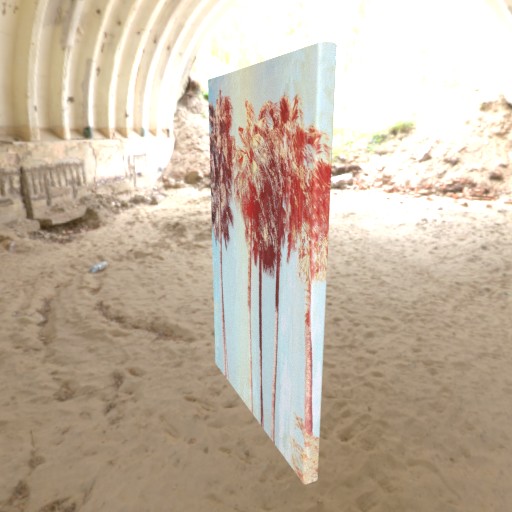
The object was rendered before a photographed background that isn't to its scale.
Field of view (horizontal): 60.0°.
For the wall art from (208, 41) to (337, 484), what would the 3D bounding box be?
[{"bbox_3d":[0.000,0.000,1.146,0.037,0.915,0.605,-7,17,-23],"label":"wall art"}]
